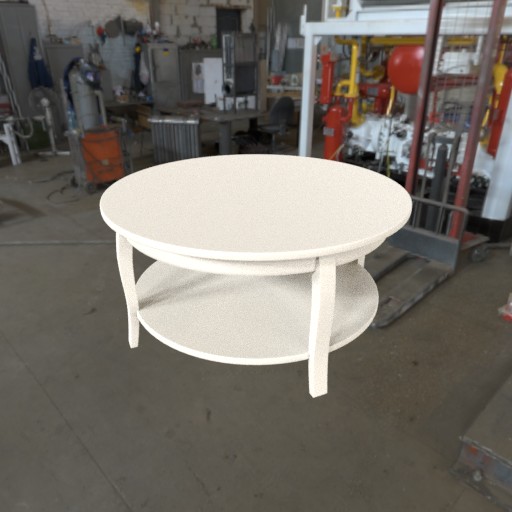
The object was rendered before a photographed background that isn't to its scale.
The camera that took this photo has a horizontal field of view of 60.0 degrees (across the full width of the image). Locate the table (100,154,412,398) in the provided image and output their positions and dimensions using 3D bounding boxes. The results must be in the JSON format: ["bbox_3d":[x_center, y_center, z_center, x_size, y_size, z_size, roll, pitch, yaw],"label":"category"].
[{"bbox_3d":[0.000,0.000,1.454,0.910,0.457,0.910,0,26,0],"label":"table"}]
